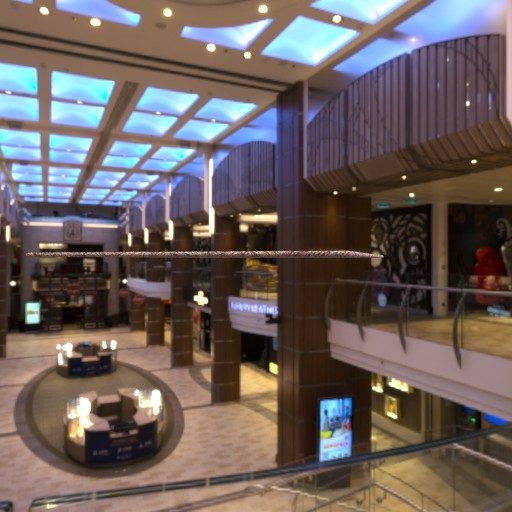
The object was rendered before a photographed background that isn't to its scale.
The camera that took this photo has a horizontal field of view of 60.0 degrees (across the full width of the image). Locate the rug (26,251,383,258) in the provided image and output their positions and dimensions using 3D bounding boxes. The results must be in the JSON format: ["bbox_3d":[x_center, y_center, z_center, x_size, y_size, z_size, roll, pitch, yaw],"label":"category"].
[{"bbox_3d":[0.000,0.000,2.208,1.143,0.014,1.761,0,0,19],"label":"rug"}]
